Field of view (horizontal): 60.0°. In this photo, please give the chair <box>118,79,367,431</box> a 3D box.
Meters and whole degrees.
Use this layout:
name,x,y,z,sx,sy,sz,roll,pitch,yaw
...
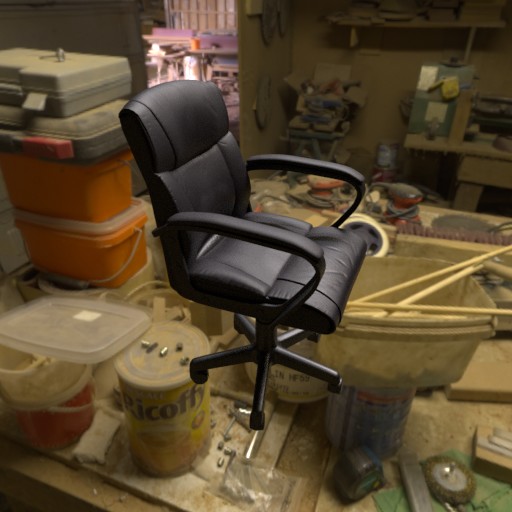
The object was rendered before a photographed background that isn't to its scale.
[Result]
name,x,y,z,sx,sy,sz,roll,pitch,yaw
chair,0.000,0.000,1.407,0.641,0.998,0.576,12,33,19
